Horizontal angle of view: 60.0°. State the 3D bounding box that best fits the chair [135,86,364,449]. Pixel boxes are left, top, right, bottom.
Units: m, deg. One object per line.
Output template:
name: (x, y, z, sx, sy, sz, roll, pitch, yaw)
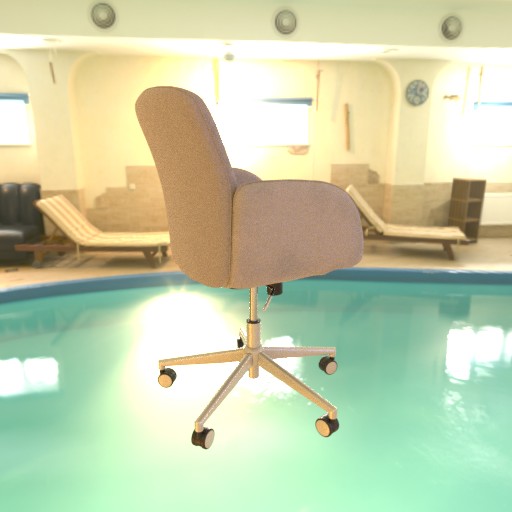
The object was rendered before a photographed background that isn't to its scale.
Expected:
chair: (0.000, 0.000, 1.395, 0.654, 0.959, 0.648, -7, 16, -26)
